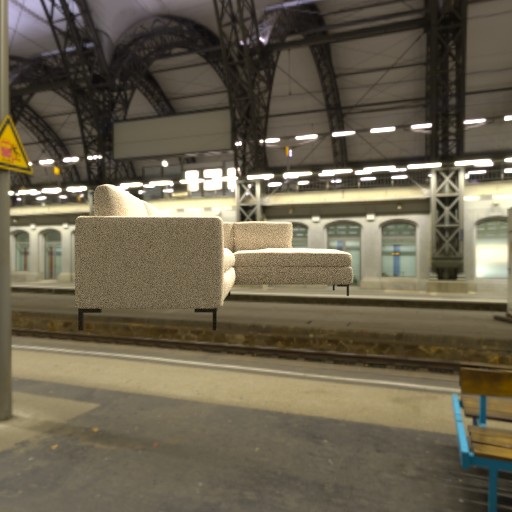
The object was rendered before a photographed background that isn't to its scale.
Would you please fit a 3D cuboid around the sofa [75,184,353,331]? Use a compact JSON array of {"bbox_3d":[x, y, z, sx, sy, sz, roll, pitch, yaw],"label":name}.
[{"bbox_3d":[0.000,0.000,3.838,2.007,0.815,2.949,0,0,-1],"label":"sofa"}]
